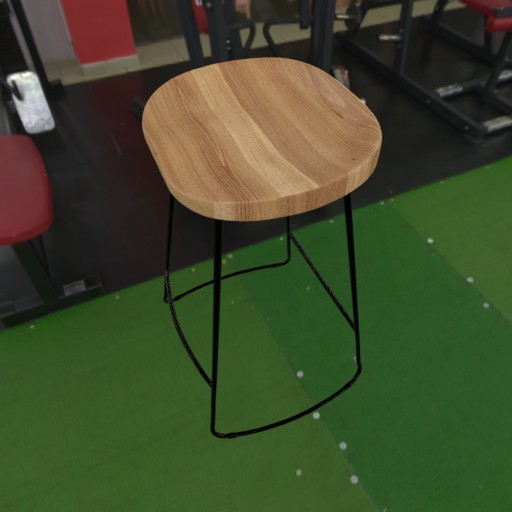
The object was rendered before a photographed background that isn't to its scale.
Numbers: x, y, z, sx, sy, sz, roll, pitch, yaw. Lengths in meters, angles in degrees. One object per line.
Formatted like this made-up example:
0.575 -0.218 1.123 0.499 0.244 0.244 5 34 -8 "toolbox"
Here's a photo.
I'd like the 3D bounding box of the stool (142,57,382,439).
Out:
0.000 0.000 0.949 0.401 0.679 0.480 -18 50 -15 "stool"
